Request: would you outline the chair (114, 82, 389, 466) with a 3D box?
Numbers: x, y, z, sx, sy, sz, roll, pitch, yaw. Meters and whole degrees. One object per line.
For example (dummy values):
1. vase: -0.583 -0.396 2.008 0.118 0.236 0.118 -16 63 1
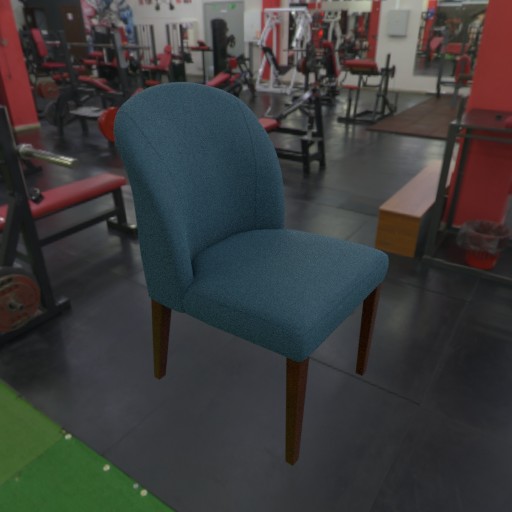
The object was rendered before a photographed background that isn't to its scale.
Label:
1. chair: 0.000 0.000 1.260 0.620 0.879 0.507 20 34 32
